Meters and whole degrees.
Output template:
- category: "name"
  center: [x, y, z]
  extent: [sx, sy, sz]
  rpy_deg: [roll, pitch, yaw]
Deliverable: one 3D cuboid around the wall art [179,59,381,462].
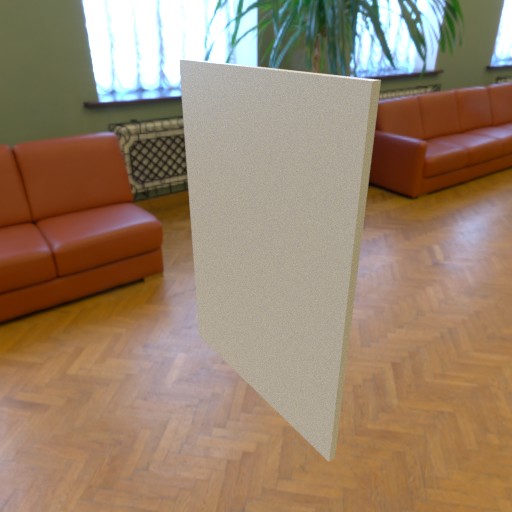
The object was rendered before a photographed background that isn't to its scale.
- category: "wall art"
  center: [0.000, 0.000, 0.678]
  extent: [0.013, 0.533, 0.381]
  rpy_deg: [-19, 33, -32]
